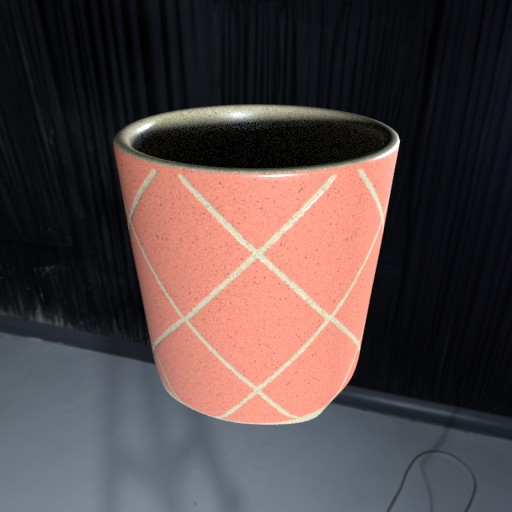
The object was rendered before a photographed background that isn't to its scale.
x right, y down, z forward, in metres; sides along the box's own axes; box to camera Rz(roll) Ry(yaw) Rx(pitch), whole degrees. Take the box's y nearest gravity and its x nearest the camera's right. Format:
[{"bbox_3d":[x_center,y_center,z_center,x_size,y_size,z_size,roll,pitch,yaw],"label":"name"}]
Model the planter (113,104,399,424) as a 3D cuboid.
[{"bbox_3d":[0.000,0.000,0.353,0.191,0.200,0.191,0,29,0],"label":"planter"}]
